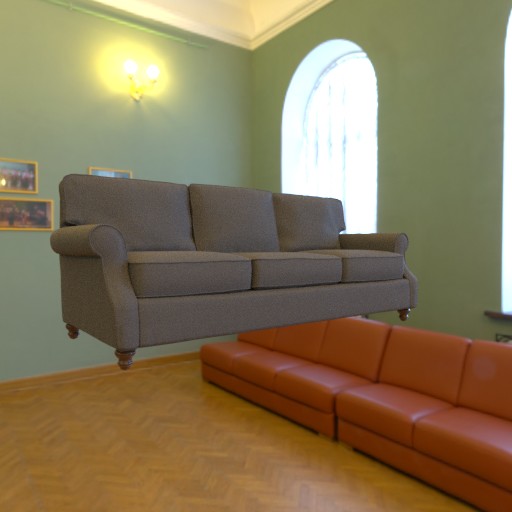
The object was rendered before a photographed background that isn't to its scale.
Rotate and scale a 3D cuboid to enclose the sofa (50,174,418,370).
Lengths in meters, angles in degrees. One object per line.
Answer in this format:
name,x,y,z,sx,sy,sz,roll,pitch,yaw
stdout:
sofa,0.000,0.000,2.863,2.353,0.948,0.966,-1,2,-37
